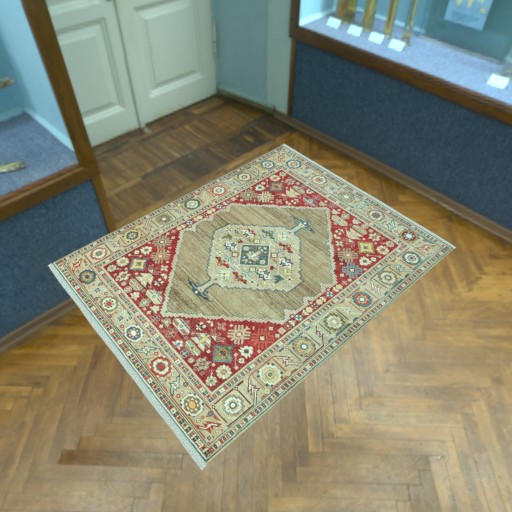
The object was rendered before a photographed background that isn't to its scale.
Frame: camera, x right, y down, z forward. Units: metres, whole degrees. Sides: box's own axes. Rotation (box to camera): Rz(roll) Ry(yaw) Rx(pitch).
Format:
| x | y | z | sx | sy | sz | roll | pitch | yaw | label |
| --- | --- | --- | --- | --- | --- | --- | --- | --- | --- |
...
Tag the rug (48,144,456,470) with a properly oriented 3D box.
| x | y | z | sx | sy | sz | roll | pitch | yaw | label |
| --- | --- | --- | --- | --- | --- | --- | --- | --- | --- |
| 0.000 | 0.000 | 4.291 | 3.143 | 0.008 | 2.451 | -33 | 55 | -27 | rug |
